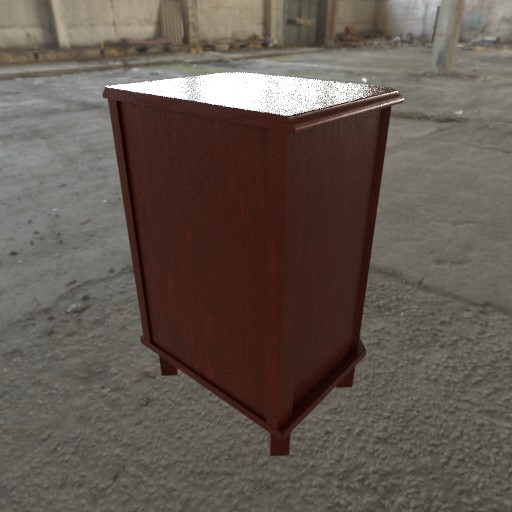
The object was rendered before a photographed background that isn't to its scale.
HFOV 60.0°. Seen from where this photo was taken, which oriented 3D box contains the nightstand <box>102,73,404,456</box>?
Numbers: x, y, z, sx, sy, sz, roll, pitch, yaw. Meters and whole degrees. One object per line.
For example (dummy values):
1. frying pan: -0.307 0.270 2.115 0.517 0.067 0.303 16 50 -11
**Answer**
1. nightstand: 0.000 0.000 0.948 0.435 0.681 0.351 22 35 35
